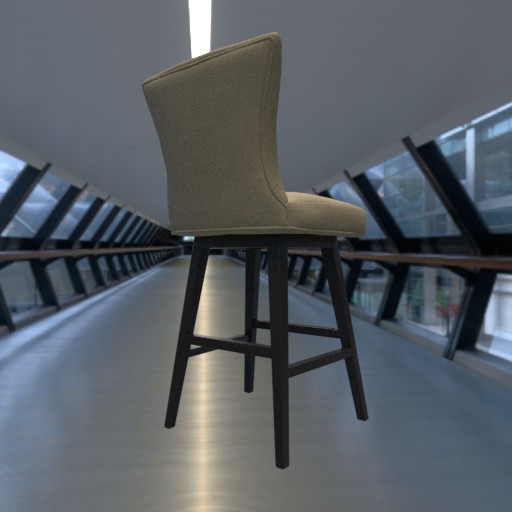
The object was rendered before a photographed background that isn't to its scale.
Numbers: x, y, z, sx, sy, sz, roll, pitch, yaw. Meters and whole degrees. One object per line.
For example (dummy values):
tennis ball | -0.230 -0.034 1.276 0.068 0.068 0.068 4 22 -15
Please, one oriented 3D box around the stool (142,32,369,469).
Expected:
stool | 0.000 0.000 1.403 0.514 1.086 0.574 0 0 38
